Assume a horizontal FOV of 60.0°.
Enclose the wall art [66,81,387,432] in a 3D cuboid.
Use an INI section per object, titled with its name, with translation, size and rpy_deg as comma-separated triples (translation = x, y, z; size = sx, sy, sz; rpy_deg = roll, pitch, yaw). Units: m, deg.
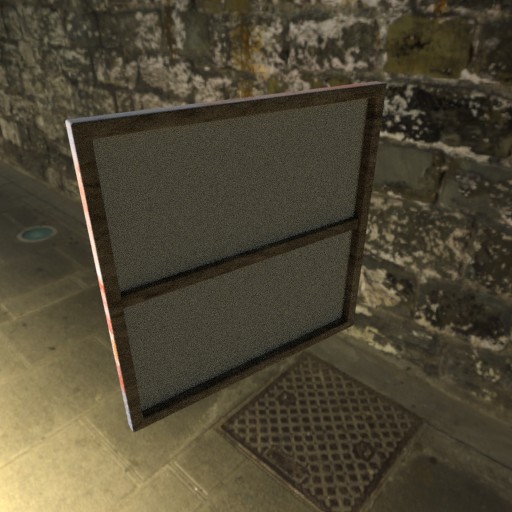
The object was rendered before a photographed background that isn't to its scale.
[wall art]
translation = 0.000, 0.000, 1.093
size = 0.747, 0.747, 0.035
rpy_deg = -18, 35, -29
